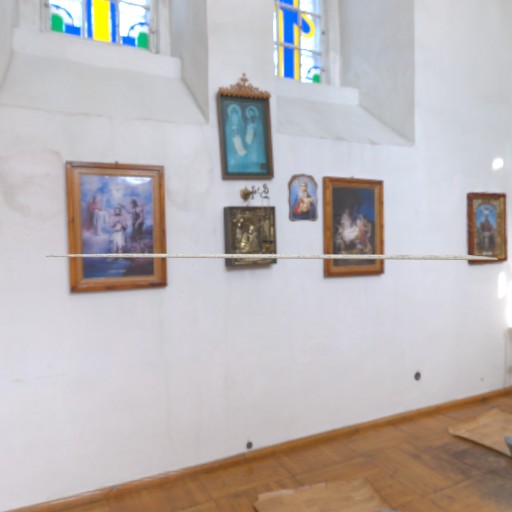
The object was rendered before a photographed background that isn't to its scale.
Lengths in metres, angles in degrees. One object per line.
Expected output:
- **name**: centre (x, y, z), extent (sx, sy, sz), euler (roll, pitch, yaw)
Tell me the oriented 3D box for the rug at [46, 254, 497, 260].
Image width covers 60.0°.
- **rug**: centre (0.000, 0.000, 2.378), extent (2.196, 0.011, 0.662), euler (0, 1, 18)
